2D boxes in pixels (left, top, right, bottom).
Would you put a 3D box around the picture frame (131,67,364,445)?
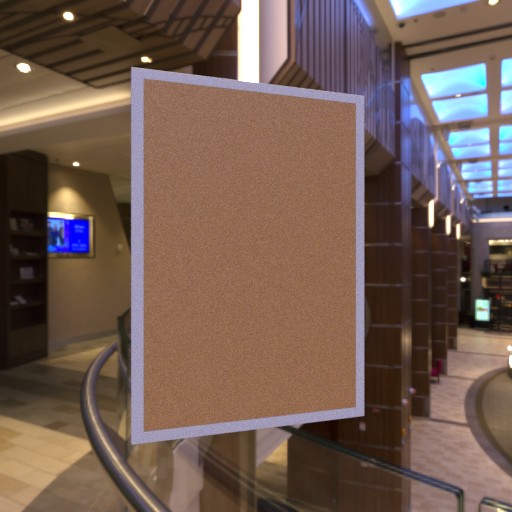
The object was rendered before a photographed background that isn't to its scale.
[{"bbox_3d":[0.000,0.000,0.562,0.305,0.434,0.013,0,0,-18],"label":"picture frame"}]
